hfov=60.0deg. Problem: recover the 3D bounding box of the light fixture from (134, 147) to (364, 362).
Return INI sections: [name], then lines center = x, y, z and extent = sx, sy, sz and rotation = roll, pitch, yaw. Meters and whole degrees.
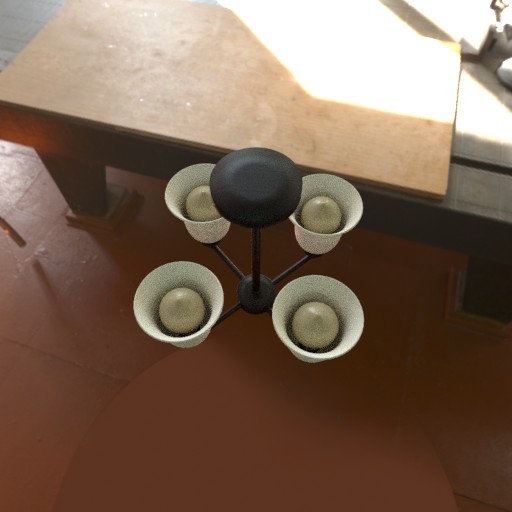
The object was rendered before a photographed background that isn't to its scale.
[light fixture]
center = 0.000, 0.000, 1.821
extent = 1.069, 0.925, 1.069
rotation = -34, 64, -19
